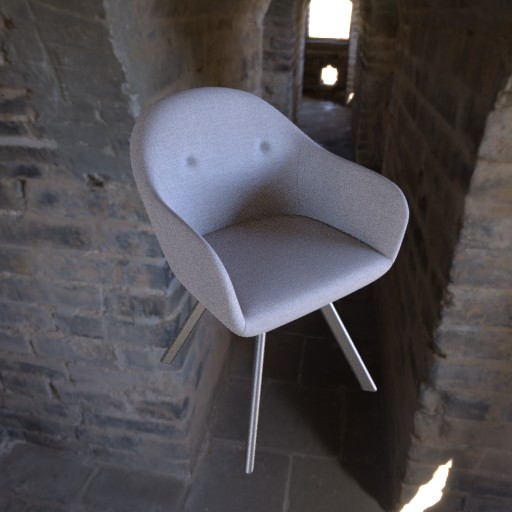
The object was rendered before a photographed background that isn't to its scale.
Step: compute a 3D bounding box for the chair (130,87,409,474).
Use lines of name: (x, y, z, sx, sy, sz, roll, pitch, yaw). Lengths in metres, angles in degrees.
chair: (0.000, 0.000, 1.174, 0.540, 0.780, 0.570, -20, 35, -31)
